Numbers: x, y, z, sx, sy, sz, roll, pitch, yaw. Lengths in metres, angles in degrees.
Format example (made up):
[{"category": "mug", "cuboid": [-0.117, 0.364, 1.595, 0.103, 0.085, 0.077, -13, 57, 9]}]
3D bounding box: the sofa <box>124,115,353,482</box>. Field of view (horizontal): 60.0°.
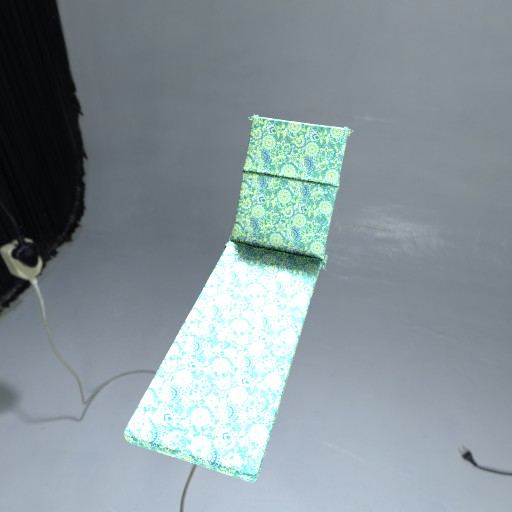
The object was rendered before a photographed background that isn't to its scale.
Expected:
[{"category": "sofa", "cuboid": [0.000, 0.000, 1.998, 0.582, 0.622, 1.663, 12, 43, 13]}]
